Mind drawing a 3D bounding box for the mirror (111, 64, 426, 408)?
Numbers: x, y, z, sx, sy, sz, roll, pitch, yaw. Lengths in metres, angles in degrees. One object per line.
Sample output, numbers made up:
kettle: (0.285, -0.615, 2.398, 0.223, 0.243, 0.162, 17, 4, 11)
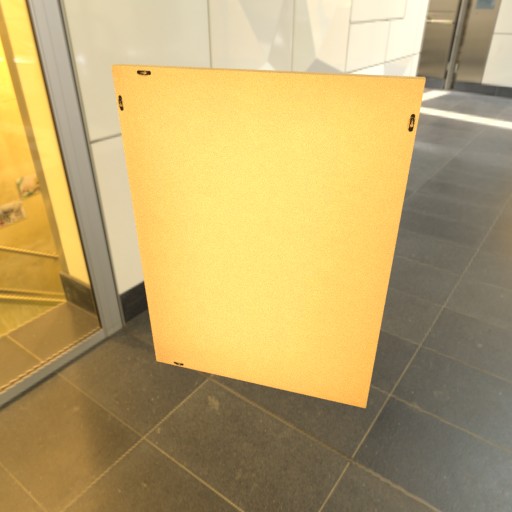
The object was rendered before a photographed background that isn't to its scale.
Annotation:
mirror: (0.000, 0.000, 1.306, 0.762, 1.016, 0.040, 9, 32, 14)
